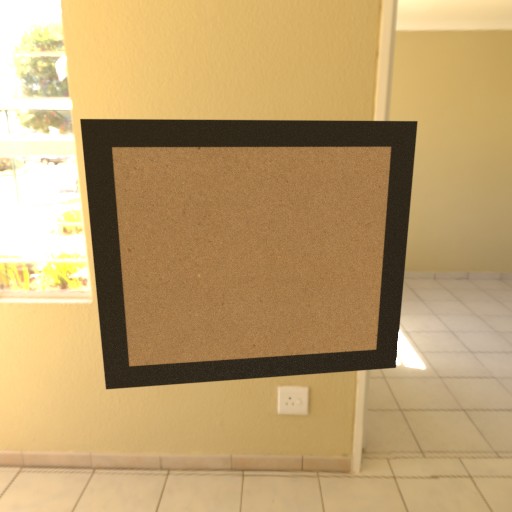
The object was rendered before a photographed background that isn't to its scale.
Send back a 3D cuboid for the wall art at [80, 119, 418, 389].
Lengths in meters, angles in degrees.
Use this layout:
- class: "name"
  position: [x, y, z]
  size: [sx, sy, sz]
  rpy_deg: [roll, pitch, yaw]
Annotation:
- class: "wall art"
  position: [0.000, 0.000, 0.549]
  size: [0.381, 0.321, 0.028]
  rpy_deg: [-2, 15, -8]
